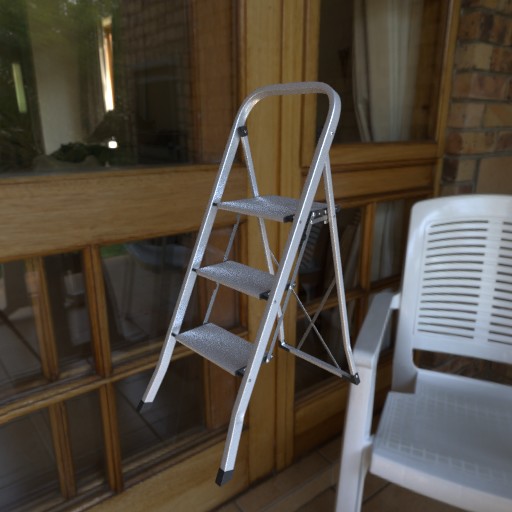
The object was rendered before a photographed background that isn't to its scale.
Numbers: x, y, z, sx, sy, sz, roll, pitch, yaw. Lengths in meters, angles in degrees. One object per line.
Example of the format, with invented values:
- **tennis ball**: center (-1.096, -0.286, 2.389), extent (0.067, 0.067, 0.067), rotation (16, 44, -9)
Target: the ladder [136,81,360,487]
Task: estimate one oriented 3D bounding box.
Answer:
- **ladder**: center (0.000, 0.000, 1.445), extent (0.704, 1.070, 0.465), rotation (-15, 22, -41)
